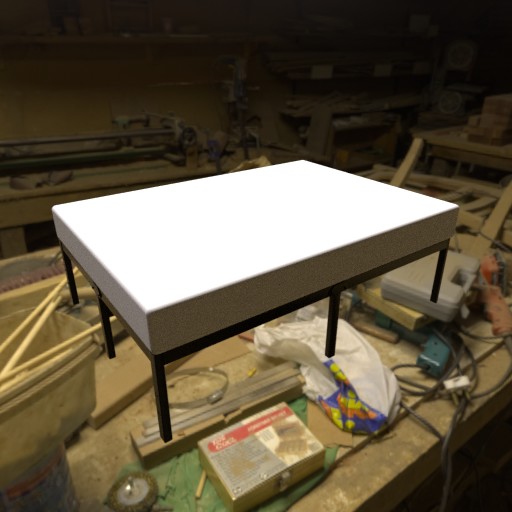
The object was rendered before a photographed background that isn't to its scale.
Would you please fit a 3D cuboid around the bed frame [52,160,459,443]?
[{"bbox_3d":[0.000,0.000,2.733,1.956,0.659,1.408,-17,31,-32],"label":"bed frame"}]
